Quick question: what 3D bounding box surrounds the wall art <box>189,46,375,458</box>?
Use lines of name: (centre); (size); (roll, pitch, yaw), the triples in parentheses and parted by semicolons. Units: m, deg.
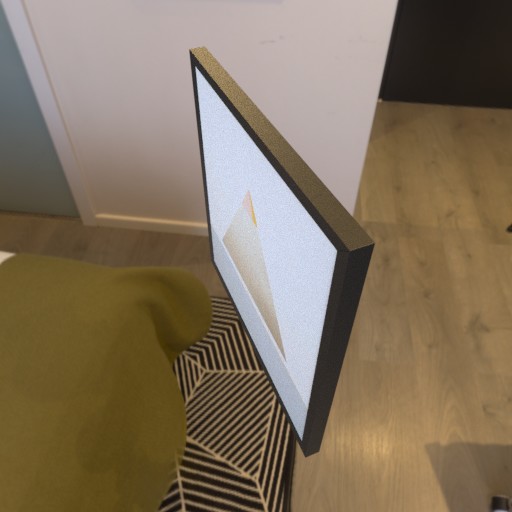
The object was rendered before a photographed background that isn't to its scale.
wall art: (0.000, 0.000, 1.136); (0.042, 0.766, 0.769); (-17, 48, -16)
